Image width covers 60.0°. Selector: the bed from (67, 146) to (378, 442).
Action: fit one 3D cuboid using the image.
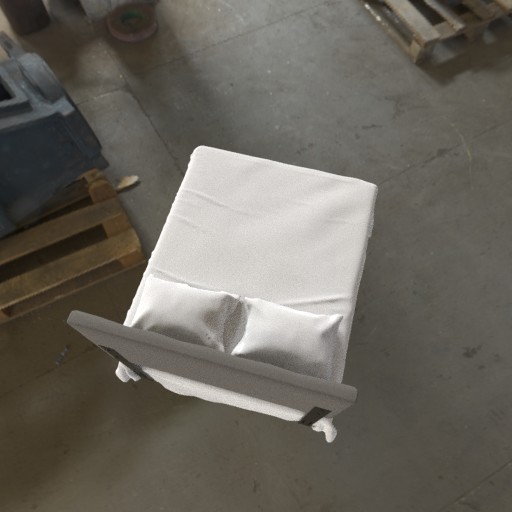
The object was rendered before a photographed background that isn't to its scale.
[{"bbox_3d":[0.000,0.000,3.470,1.936,1.577,2.222,14,66,6],"label":"bed"}]
